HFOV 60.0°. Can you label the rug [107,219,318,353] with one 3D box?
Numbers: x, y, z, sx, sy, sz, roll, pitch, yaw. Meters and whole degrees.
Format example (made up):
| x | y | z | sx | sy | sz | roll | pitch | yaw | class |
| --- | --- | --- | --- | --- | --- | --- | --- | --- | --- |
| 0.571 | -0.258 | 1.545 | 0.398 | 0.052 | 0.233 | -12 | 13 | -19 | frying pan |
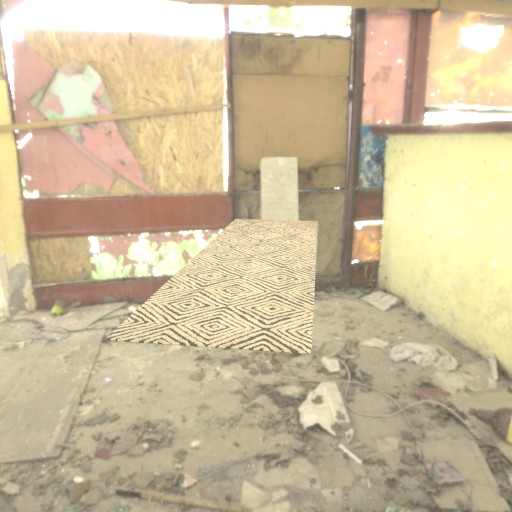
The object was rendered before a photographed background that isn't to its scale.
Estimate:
| x | y | z | sx | sy | sz | roll | pitch | yaw | class |
| --- | --- | --- | --- | --- | --- | --- | --- | --- | --- |
| 0.000 | 0.000 | 2.511 | 0.676 | 0.008 | 2.277 | 2 | 15 | 8 | rug |
